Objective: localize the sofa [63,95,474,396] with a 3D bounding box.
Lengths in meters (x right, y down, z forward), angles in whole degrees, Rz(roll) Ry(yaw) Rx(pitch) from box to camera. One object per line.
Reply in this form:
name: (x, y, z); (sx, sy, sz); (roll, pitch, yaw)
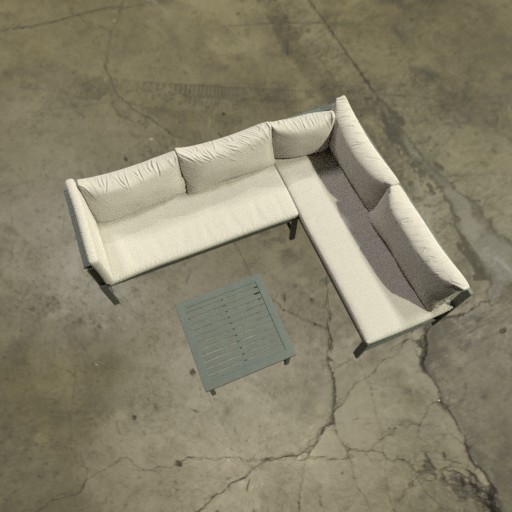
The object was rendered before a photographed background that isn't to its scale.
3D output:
sofa: (0.000, 0.000, 2.993); (2.096, 0.758, 1.658); (-20, 66, -10)
